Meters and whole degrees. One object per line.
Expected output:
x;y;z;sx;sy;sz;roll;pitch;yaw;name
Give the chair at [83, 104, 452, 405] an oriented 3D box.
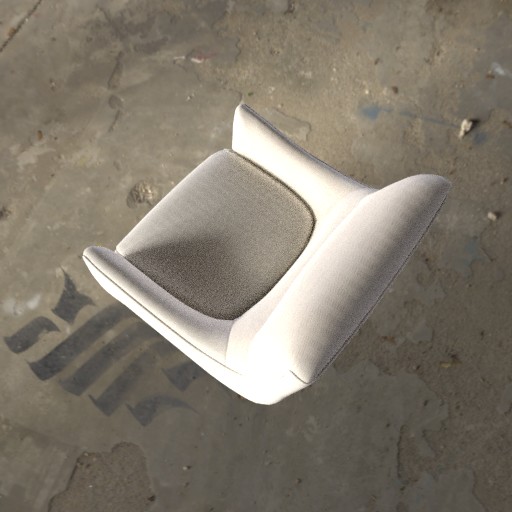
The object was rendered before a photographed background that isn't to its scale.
0.000;0.000;1.434;0.787;0.838;0.762;35;69;16;chair
